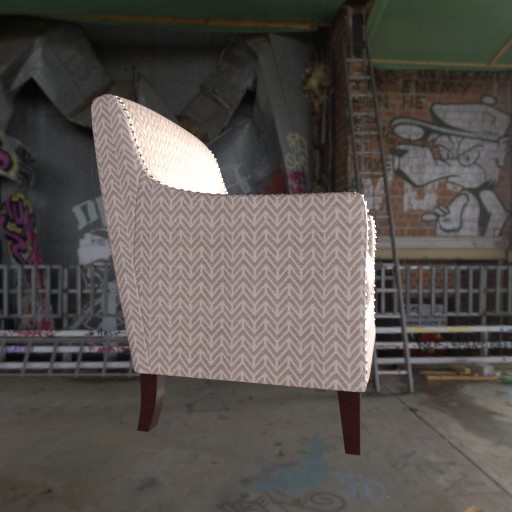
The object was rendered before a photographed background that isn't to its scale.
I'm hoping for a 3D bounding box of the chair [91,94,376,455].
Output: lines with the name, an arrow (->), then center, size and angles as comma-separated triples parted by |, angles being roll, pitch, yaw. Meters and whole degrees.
chair -> 0.000, 0.000, 1.268 | 0.651, 0.816, 0.623 | 0, 1, 17
